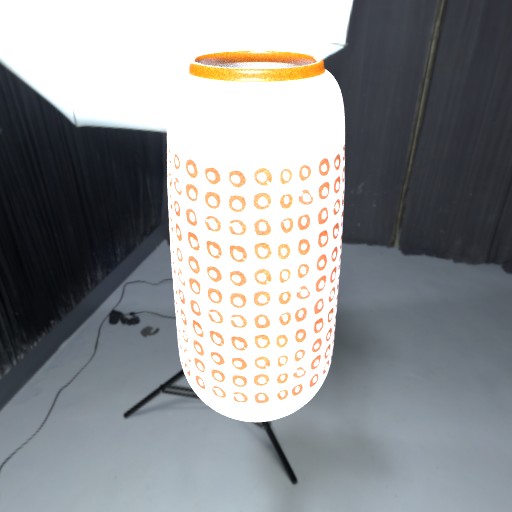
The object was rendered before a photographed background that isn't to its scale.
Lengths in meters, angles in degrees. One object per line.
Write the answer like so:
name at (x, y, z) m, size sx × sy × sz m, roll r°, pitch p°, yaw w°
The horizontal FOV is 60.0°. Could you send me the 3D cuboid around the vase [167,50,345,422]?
vase at (0.000, 0.000, 0.343) m, size 0.133 × 0.282 × 0.133 m, roll 0°, pitch 32°, yaw 0°
